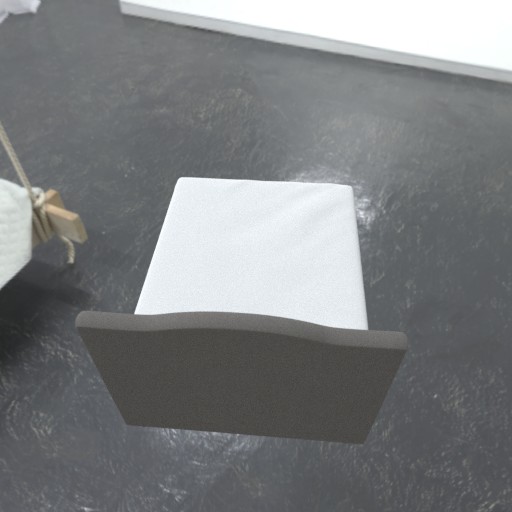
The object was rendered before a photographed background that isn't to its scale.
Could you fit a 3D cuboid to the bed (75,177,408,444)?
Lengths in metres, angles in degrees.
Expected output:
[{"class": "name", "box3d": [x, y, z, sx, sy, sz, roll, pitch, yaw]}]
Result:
[{"class": "bed", "box3d": [0.000, 0.000, 3.456, 1.821, 1.436, 2.282, 3, 47, 3]}]
